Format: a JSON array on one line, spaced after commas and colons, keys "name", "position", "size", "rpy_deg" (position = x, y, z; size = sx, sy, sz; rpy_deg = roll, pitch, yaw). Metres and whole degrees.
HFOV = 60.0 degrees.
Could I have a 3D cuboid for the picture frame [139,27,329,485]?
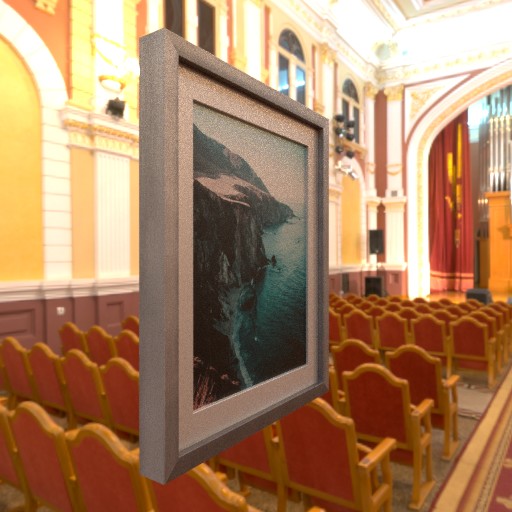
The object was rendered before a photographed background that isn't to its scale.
[{"name": "picture frame", "position": [0.000, 0.000, 0.734], "size": [0.046, 0.555, 0.449], "rpy_deg": [0, 0, 35]}]
